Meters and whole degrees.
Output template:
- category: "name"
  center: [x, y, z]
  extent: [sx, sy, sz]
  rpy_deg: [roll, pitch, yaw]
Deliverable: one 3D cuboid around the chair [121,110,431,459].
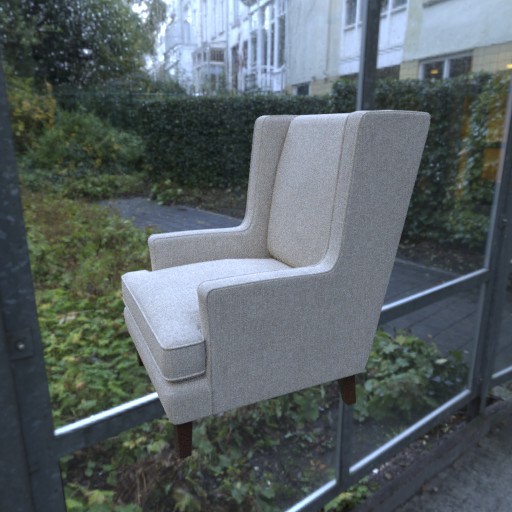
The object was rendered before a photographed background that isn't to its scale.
- category: "chair"
  center: [0.000, 0.000, 1.750]
  extent: [0.948, 1.082, 0.764]
  rpy_deg: [-8, 18, -25]
